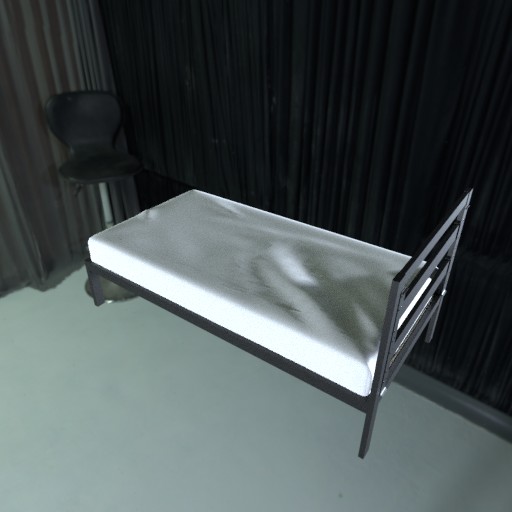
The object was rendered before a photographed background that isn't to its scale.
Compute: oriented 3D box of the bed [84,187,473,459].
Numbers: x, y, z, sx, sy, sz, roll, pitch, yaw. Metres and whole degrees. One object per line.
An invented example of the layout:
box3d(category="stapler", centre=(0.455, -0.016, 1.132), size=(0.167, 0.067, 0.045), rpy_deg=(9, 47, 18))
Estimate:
box3d(category="bed", centre=(0.000, 0.000, 2.556), size=(1.930, 0.967, 0.991), rpy_deg=(21, 37, 30))
